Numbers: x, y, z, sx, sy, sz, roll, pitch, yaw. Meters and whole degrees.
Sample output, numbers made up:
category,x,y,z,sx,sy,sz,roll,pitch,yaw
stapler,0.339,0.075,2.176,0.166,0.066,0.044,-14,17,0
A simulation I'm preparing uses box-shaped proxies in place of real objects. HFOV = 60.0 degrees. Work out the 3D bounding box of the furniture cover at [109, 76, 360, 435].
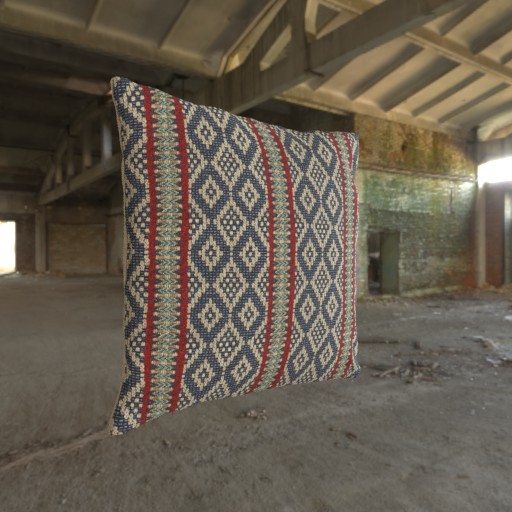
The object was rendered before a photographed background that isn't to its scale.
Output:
category,x,y,z,sx,sy,sz,roll,pitch,yaw
furniture cover,0.000,0.000,0.654,0.431,0.431,0.139,0,1,-36
